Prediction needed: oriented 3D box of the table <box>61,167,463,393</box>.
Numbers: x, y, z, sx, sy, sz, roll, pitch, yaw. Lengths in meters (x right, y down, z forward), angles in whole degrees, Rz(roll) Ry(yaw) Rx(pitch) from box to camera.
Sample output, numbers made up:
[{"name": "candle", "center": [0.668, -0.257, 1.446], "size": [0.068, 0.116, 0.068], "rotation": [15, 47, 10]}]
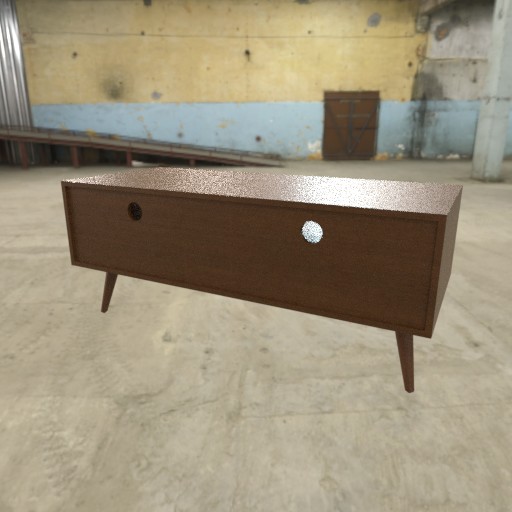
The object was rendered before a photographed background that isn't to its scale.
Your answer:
[{"name": "table", "center": [0.000, 0.000, 1.412], "size": [1.119, 0.464, 0.490], "rotation": [9, 19, 26]}]
